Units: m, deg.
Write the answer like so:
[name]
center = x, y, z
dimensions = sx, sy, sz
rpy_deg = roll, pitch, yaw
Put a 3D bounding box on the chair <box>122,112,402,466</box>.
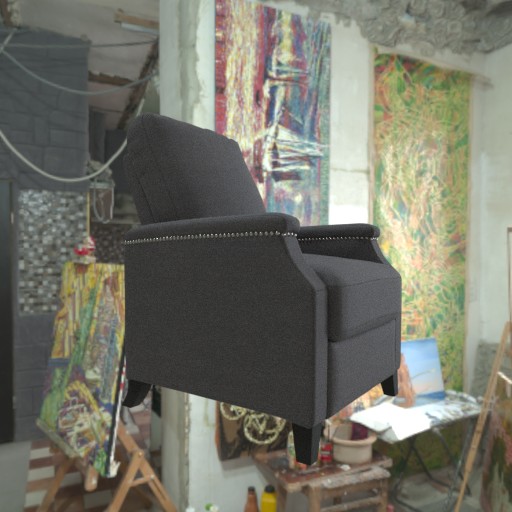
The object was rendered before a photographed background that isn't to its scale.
[chair]
center = 0.000, 0.000, 1.630
dimensions = 0.922, 1.049, 0.710
rpy_deg = 1, 1, 36
